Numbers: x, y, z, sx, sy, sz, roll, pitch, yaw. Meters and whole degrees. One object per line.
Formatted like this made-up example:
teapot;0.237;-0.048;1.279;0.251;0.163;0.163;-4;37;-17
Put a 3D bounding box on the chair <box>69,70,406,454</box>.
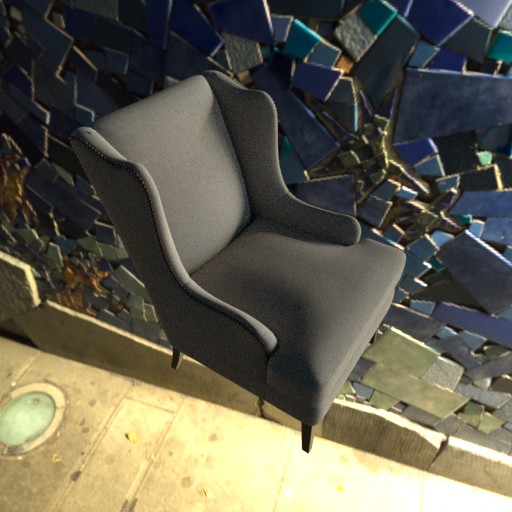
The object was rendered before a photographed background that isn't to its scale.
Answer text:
chair;0.000;0.000;1.647;0.940;1.029;0.737;24;47;25
